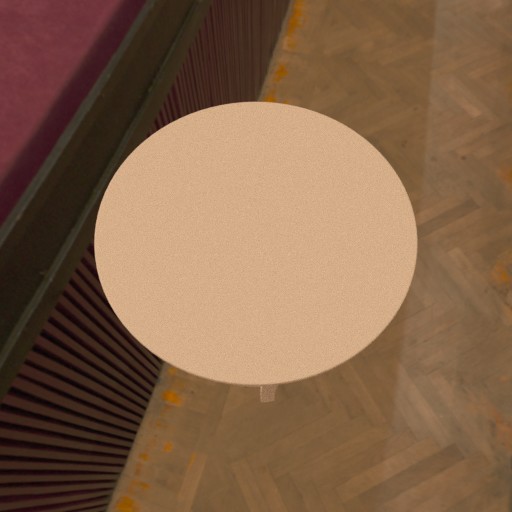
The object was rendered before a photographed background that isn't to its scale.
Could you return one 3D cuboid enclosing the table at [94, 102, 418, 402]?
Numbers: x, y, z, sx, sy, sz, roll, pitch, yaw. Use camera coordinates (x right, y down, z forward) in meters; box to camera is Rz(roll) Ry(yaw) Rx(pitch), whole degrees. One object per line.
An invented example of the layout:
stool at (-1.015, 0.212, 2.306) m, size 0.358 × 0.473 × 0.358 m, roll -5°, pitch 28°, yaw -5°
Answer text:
table at (0.000, 0.000, 1.467) m, size 0.910 × 0.457 × 0.910 m, roll 0°, pitch 64°, yaw 0°
